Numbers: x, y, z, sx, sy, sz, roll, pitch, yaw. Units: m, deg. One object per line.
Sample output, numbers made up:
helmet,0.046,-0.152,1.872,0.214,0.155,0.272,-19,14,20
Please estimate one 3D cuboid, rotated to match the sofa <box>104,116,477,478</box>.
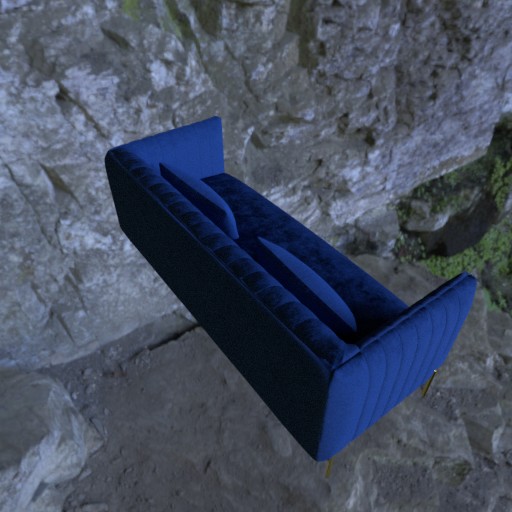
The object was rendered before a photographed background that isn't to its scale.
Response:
sofa,0.000,0.000,2.549,0.896,0.793,2.136,-26,47,-27
